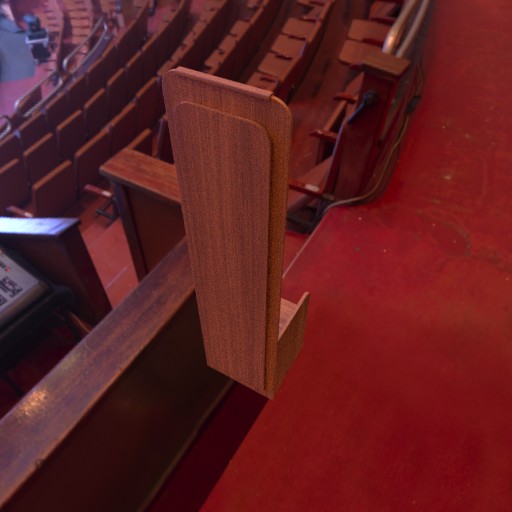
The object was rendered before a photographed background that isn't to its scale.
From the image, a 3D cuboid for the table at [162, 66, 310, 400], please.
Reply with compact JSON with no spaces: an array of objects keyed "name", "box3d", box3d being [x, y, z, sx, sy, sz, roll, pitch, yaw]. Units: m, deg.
[{"name":"table","box3d":[0.000,0.000,2.039,0.450,1.830,0.420,23,51,20]}]
